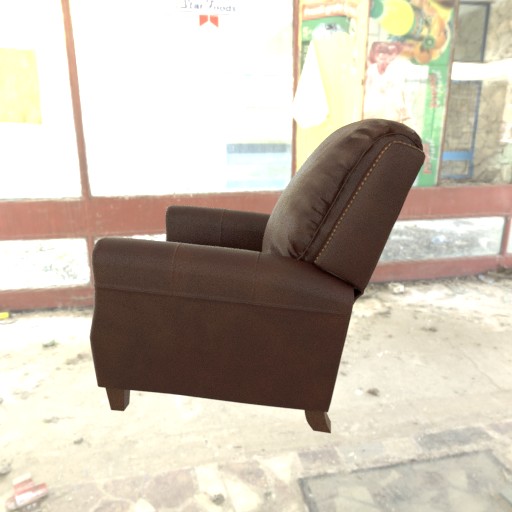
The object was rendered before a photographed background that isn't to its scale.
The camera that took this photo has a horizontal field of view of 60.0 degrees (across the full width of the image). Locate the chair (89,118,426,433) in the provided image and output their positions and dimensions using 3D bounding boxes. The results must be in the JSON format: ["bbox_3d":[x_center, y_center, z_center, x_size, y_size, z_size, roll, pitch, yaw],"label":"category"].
[{"bbox_3d":[0.000,0.000,1.739,1.089,1.022,0.826,2,16,9],"label":"chair"}]
